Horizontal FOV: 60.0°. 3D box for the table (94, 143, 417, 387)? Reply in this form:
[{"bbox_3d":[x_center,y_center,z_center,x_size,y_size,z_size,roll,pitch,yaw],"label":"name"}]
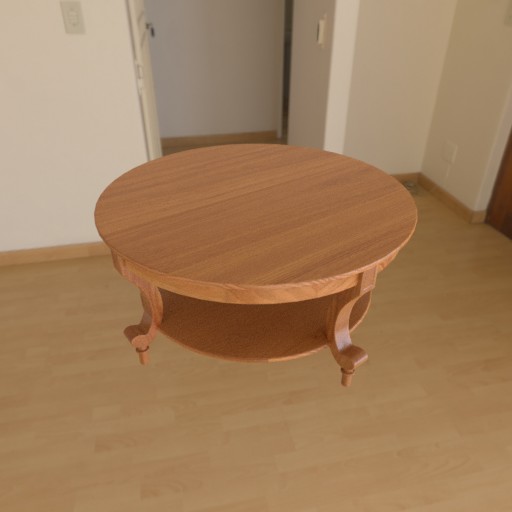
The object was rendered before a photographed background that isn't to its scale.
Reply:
[{"bbox_3d":[0.000,0.000,1.597,1.029,0.490,1.029,0,32,0],"label":"table"}]
